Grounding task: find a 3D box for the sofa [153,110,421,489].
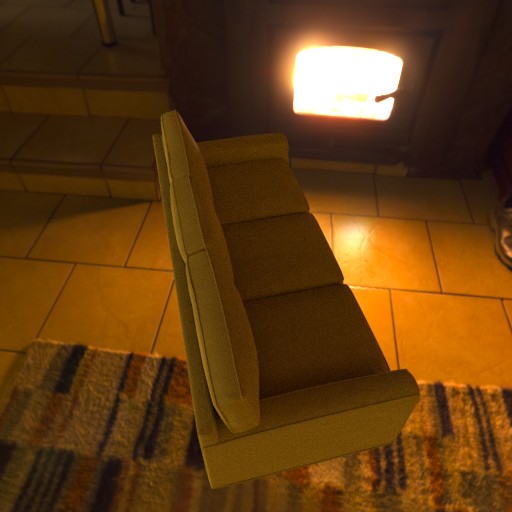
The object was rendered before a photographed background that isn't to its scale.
[{"bbox_3d":[0.000,0.000,2.536,0.936,0.862,2.093,-10,48,-9],"label":"sofa"}]
